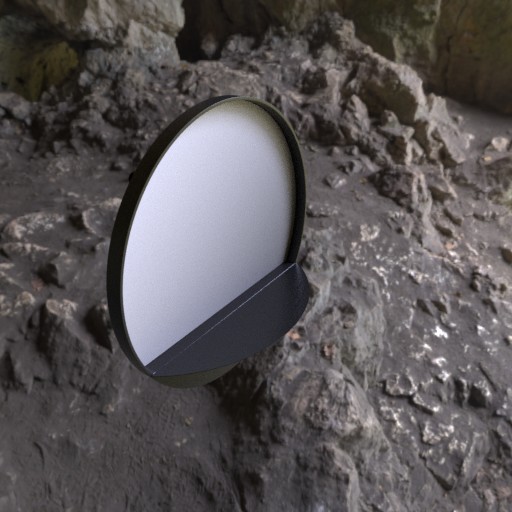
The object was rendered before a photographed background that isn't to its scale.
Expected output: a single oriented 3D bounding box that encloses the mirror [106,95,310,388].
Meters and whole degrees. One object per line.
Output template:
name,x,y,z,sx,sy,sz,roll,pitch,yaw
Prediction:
mirror,0.000,0.000,0.681,0.133,0.457,0.457,18,33,30
